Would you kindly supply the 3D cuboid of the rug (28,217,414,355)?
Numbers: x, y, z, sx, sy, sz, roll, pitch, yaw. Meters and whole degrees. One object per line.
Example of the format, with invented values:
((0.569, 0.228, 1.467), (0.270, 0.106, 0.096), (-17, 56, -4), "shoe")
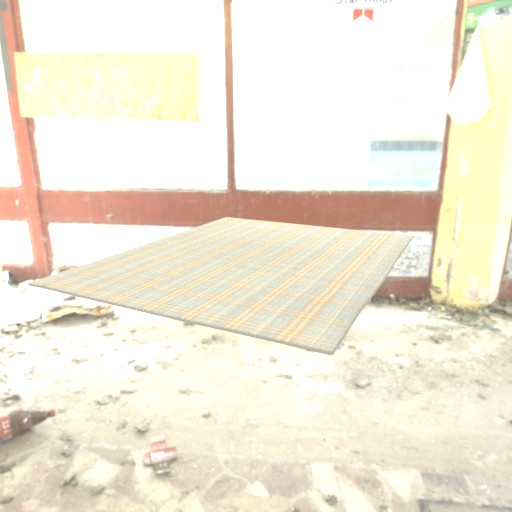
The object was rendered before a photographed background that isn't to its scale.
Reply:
((0.000, 0.000, 4.206), (2.462, 0.030, 3.066), (8, 18, 26), "rug")
